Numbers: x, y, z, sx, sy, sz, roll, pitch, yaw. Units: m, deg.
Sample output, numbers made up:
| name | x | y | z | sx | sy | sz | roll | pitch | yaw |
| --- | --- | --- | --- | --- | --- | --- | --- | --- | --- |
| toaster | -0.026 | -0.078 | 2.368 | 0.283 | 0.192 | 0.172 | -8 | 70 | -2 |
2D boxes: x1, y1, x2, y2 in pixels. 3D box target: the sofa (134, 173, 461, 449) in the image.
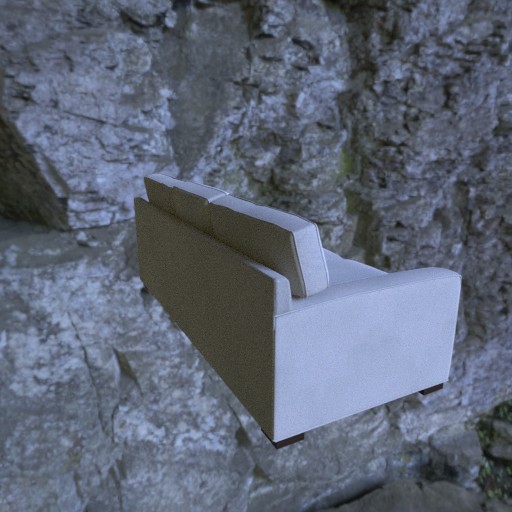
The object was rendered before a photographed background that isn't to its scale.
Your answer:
| name | x | y | z | sx | sy | sz | roll | pitch | yaw |
| --- | --- | --- | --- | --- | --- | --- | --- | --- | --- |
| sofa | 0.000 | 0.000 | 2.609 | 0.935 | 0.862 | 2.088 | -8 | 18 | -26 |
